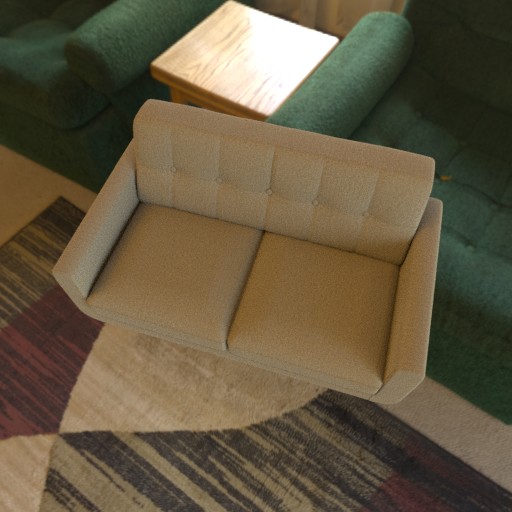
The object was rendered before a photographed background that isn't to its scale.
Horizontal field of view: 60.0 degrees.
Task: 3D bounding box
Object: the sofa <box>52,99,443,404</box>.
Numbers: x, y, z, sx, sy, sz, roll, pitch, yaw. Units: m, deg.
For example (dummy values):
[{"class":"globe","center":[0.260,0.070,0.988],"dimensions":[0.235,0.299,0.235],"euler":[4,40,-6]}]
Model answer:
[{"class":"sofa","center":[0.000,0.000,2.206],"dimensions":[1.651,0.925,0.952],"euler":[14,60,9]}]
